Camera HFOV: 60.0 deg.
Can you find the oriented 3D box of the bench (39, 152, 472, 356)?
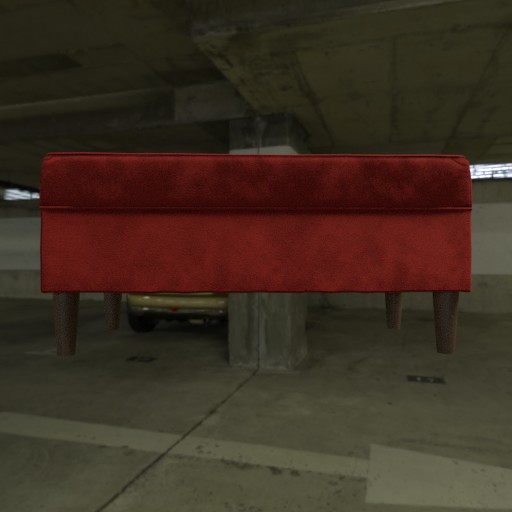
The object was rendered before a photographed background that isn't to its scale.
[{"bbox_3d":[0.000,0.000,1.254,1.016,0.471,0.492,0,0,-2],"label":"bench"}]
